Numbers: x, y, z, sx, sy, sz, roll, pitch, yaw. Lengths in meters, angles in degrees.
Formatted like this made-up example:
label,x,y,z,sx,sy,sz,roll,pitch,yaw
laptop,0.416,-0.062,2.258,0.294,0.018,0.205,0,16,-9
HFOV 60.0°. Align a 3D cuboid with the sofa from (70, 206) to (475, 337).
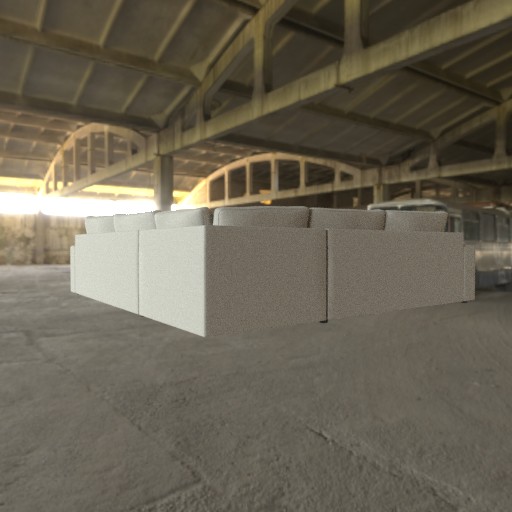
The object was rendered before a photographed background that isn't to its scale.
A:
label,x,y,z,sx,sy,sz,roll,pitch,yaw
sofa,0.000,0.000,4.796,3.066,0.918,3.206,-1,2,-36
